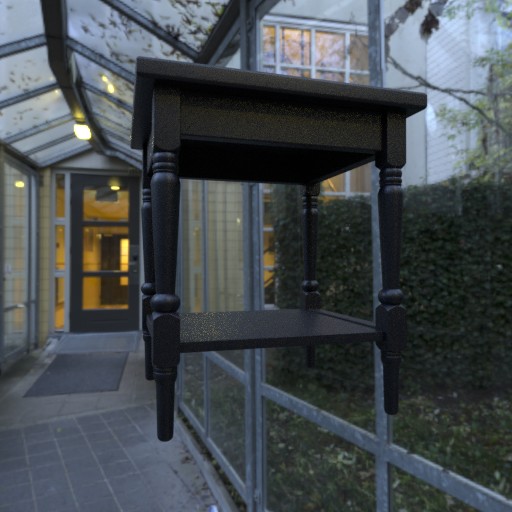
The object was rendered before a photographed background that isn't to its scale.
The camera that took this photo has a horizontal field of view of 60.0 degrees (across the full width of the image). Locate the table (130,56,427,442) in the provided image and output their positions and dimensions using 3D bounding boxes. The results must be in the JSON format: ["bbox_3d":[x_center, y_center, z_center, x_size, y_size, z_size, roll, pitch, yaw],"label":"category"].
[{"bbox_3d":[0.000,0.000,0.906,0.488,0.565,0.442,0,-1,-17],"label":"table"}]
